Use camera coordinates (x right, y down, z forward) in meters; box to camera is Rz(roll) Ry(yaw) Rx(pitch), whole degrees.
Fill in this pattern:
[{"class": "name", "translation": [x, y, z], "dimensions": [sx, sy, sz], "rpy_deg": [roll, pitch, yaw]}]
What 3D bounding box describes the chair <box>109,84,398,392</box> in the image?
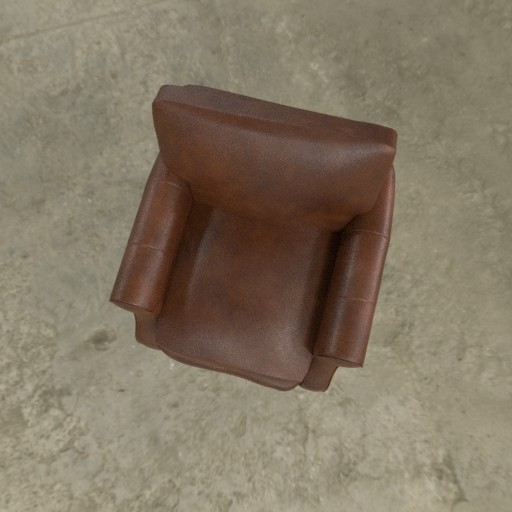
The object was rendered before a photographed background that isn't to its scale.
[{"class": "chair", "translation": [0.000, 0.000, 1.799], "dimensions": [0.989, 0.972, 0.992], "rpy_deg": [14, 77, 3]}]
